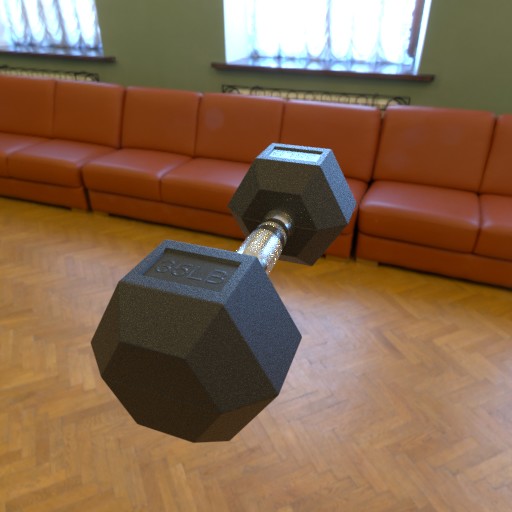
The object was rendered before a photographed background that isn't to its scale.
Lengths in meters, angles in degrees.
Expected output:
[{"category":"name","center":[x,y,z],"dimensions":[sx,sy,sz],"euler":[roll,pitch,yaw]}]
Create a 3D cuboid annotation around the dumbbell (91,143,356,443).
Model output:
[{"category":"dumbbell","center":[0.000,0.000,0.420],"dimensions":[0.141,0.123,0.356],"euler":[11,33,17]}]
